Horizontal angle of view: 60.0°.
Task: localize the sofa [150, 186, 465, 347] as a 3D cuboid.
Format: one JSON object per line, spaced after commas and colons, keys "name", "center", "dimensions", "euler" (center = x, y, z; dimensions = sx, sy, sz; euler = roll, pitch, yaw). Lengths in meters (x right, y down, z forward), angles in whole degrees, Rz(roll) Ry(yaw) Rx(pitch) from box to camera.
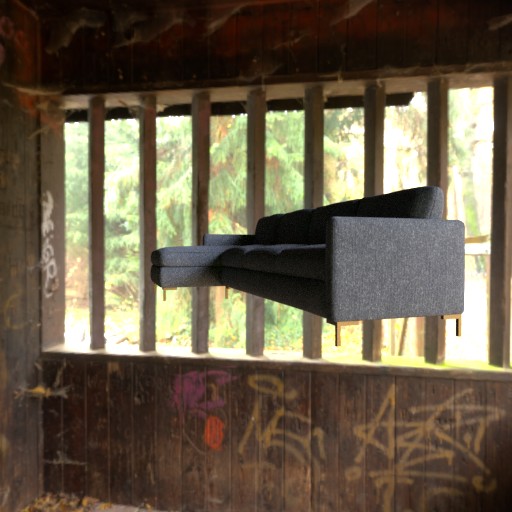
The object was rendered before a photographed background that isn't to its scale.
{"name": "sofa", "center": [0.000, 0.000, 3.465], "dimensions": [1.350, 0.810, 2.932], "euler": [0, 1, -19]}
